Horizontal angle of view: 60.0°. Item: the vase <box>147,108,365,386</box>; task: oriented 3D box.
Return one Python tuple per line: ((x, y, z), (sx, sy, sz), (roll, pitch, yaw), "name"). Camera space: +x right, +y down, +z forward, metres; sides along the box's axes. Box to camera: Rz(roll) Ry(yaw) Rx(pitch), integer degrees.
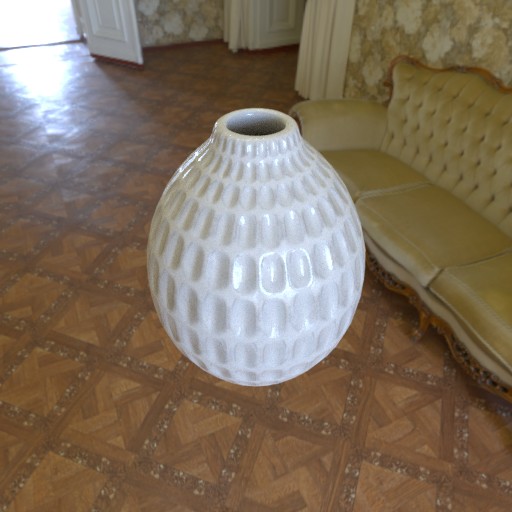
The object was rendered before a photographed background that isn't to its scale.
((0.000, 0.000, 0.265), (0.128, 0.167, 0.128), (0, 40, 0), "vase")
